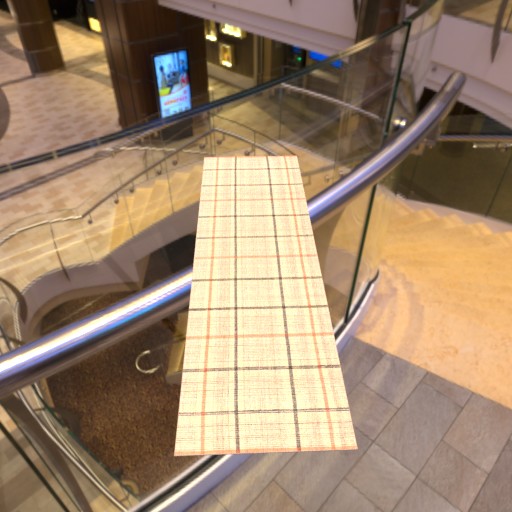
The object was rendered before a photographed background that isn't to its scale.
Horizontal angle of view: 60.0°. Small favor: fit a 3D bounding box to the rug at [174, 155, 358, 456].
[{"bbox_3d":[0.000,0.000,2.743,0.762,0.008,2.439,-1,42,-2],"label":"rug"}]
